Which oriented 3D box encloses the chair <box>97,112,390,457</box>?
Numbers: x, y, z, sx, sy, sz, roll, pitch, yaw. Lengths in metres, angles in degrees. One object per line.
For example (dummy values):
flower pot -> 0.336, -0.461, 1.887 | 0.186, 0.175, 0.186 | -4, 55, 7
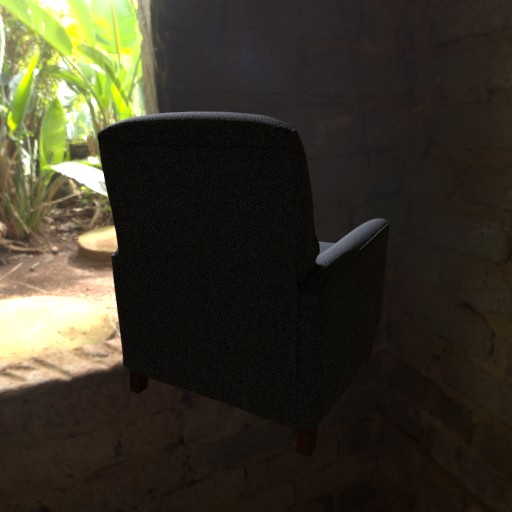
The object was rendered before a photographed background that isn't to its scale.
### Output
chair -> 0.000, 0.000, 1.668 | 0.839, 1.016, 0.850 | 9, 19, 28
